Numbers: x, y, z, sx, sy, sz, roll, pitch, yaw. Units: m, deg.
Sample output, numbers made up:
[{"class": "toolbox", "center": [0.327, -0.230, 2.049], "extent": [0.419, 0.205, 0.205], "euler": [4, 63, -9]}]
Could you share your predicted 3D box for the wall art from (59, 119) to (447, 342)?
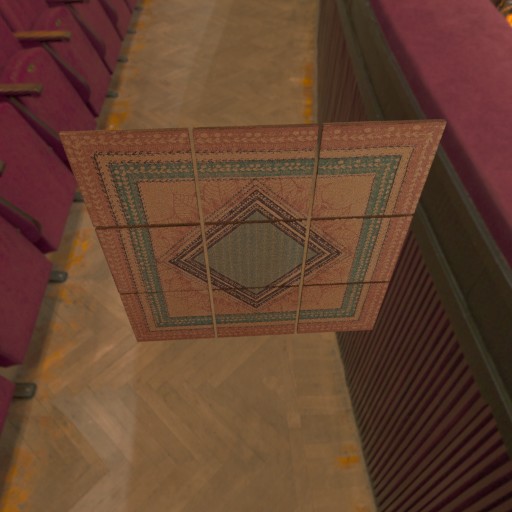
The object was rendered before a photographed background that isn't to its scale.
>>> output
[{"class": "wall art", "center": [0.000, 0.000, 1.387], "extent": [0.915, 0.914, 0.013], "euler": [-3, 48, -2]}]
